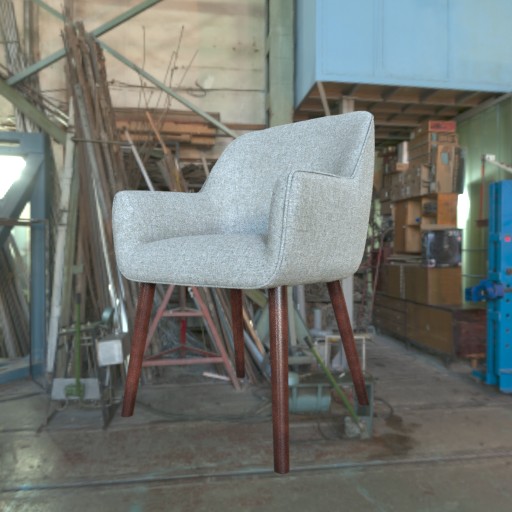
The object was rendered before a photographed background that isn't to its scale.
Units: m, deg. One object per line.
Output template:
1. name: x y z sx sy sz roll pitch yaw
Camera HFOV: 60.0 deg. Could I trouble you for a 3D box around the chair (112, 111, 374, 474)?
1. chair: 0.000 0.000 1.160 0.543 0.803 0.519 1 1 37
